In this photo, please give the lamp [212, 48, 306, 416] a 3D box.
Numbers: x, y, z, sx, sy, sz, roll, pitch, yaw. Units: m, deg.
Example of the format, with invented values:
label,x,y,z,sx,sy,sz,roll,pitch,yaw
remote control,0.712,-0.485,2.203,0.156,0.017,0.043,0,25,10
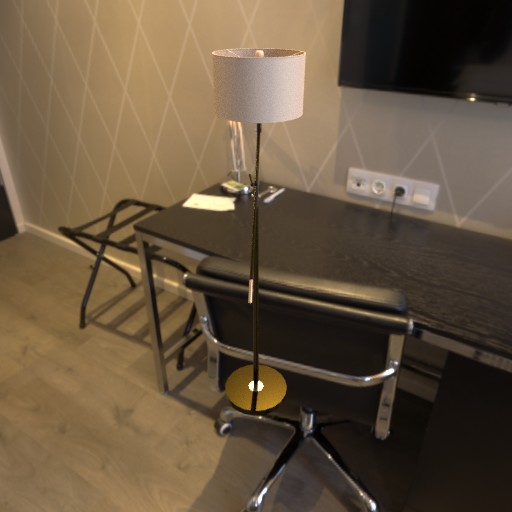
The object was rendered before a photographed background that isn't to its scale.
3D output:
label,x,y,z,sx,sy,sz,roll,pitch,yaw
lamp,0.000,0.000,1.985,0.373,1.635,0.809,2,30,3
